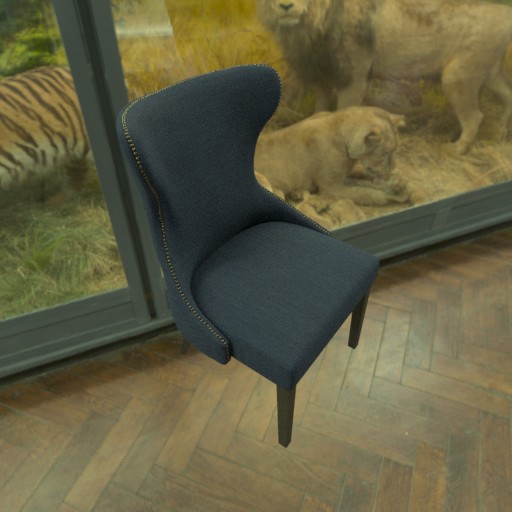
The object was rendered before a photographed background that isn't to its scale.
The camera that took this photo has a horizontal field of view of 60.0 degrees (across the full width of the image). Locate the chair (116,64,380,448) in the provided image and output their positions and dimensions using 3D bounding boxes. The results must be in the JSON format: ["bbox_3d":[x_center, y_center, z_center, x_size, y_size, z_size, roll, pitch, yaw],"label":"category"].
[{"bbox_3d":[0.000,0.000,1.396,0.635,0.967,0.628,26,47,26],"label":"chair"}]
